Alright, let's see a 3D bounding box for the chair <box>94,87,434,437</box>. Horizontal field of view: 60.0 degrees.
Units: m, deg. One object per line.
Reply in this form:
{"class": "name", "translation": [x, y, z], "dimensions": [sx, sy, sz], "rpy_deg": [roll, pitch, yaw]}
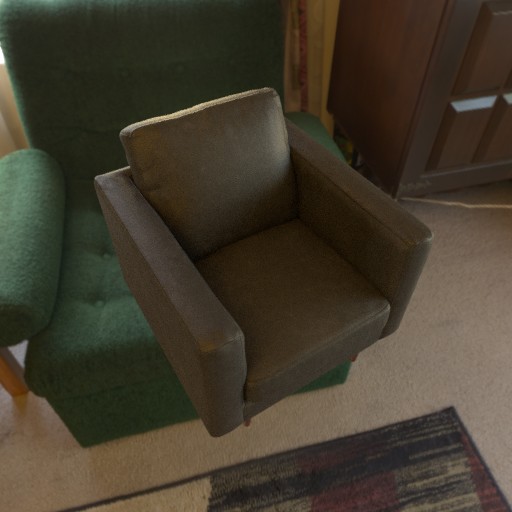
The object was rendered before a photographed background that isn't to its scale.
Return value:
{"class": "chair", "translation": [0.000, 0.000, 1.613], "dimensions": [0.831, 0.898, 0.879], "rpy_deg": [-24, 51, -22]}
